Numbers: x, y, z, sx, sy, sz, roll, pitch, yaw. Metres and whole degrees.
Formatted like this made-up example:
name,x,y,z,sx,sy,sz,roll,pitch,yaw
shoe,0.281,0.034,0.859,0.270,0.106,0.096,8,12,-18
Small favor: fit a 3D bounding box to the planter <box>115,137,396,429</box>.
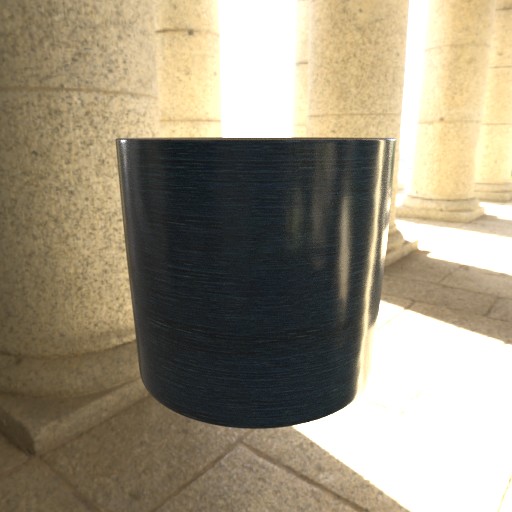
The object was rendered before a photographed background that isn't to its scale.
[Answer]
name,x,y,z,sx,sy,sz,roll,pitch,yaw
planter,0.000,0.000,0.391,0.221,0.201,0.221,0,15,0
